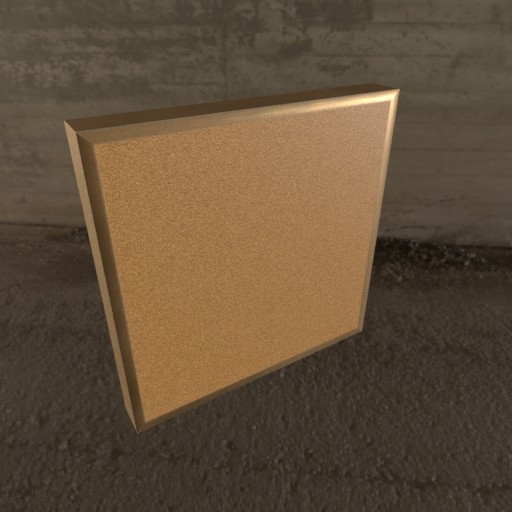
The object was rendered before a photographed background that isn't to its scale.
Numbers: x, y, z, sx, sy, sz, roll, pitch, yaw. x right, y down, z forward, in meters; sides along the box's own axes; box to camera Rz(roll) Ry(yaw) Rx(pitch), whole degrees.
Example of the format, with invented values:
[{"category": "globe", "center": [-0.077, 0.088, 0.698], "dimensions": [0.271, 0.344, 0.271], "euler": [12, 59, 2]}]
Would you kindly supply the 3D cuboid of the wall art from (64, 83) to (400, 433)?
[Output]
[{"category": "wall art", "center": [0.000, 0.000, 0.454], "dimensions": [0.305, 0.303, 0.038], "euler": [-17, 34, -27]}]
